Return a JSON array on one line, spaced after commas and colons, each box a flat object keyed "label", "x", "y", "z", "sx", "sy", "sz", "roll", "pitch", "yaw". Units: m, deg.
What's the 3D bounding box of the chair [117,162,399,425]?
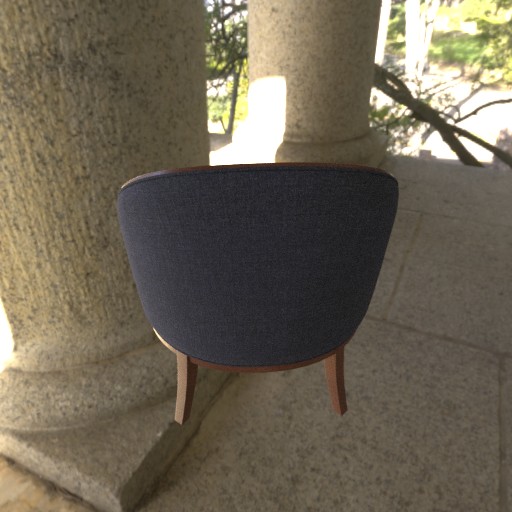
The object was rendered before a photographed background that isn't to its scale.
[{"label": "chair", "x": 0.000, "y": 0.000, "z": 1.472, "sx": 0.803, "sy": 0.876, "sz": 0.735, "roll": -2, "pitch": 30, "yaw": -3}]
